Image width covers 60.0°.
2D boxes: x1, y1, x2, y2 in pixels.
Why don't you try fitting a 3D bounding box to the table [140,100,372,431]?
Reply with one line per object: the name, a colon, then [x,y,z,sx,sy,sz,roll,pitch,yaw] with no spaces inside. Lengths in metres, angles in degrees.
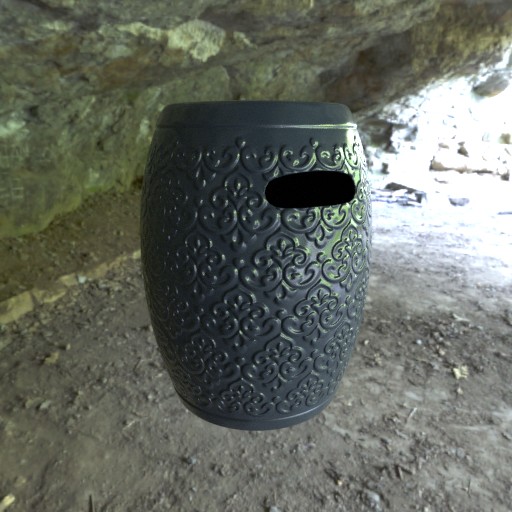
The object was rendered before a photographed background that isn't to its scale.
table: [0.000,0.000,0.616,0.309,0.397,0.309,0,16,0]
